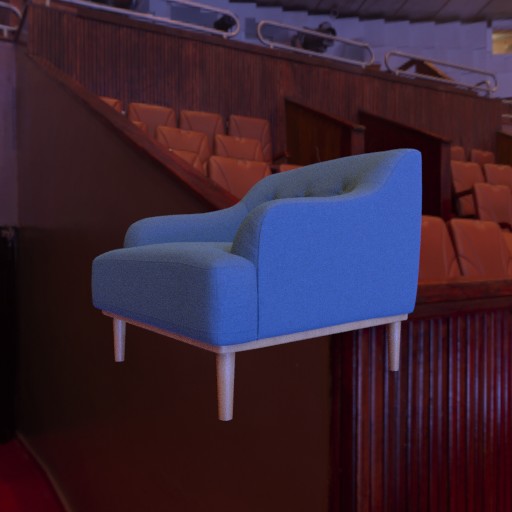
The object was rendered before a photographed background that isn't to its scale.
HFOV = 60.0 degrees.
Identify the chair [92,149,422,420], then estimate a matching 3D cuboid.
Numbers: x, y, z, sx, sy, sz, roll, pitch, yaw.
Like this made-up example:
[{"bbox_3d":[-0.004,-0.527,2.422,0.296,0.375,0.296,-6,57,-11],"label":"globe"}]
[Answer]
[{"bbox_3d":[0.000,0.000,1.662,0.951,0.818,0.946,-1,1,-37],"label":"chair"}]
